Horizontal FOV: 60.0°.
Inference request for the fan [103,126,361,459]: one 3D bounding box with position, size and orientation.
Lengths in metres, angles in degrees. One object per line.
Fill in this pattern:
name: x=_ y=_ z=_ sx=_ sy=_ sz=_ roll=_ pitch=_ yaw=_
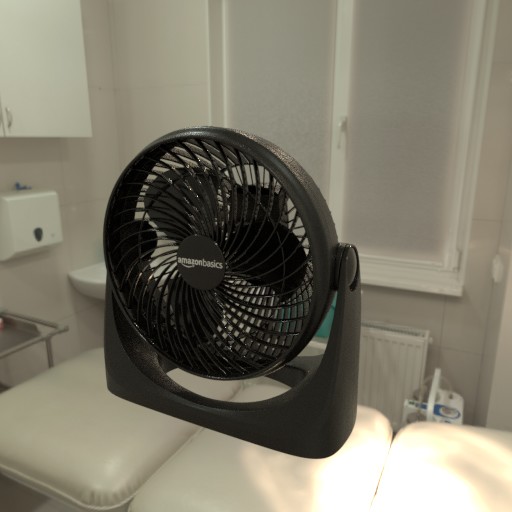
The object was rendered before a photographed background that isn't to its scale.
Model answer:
fan: x=0.000 y=0.000 z=0.500 sx=0.273 sy=0.277 sz=0.256 roll=7 pitch=17 yaw=26
